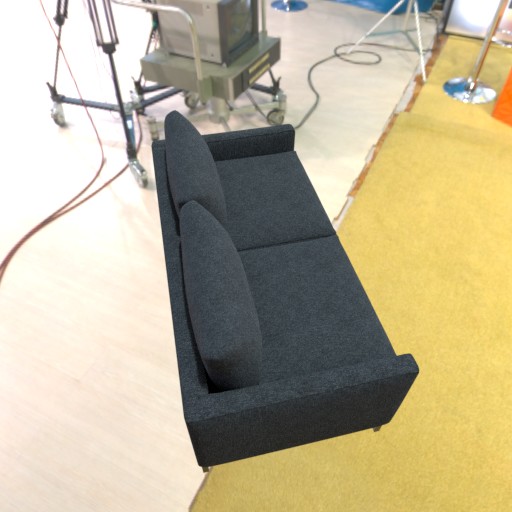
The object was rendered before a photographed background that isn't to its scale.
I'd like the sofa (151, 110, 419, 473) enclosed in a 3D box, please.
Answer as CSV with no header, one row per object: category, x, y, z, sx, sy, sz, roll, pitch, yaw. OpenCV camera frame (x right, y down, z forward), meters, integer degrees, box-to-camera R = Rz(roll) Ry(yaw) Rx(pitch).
sofa,0.000,0.000,2.212,0.866,0.862,1.716,-10,48,-9
